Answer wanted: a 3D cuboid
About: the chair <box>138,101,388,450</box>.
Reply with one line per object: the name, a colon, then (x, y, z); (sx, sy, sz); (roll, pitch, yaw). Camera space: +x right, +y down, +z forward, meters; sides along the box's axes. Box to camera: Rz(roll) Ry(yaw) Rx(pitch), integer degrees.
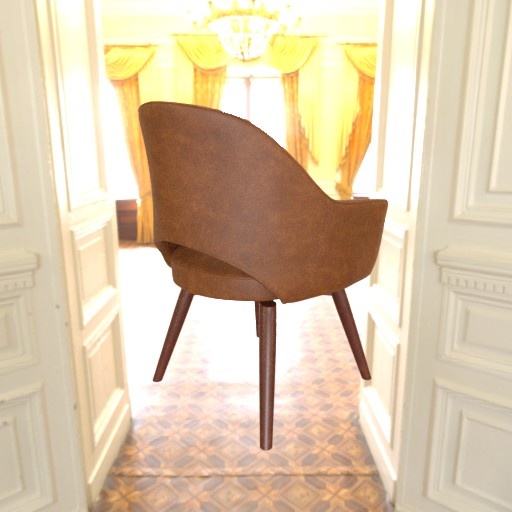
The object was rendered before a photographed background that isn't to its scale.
chair: (0.000, 0.000, 1.243); (0.591, 0.777, 0.640); (13, 18, 43)
